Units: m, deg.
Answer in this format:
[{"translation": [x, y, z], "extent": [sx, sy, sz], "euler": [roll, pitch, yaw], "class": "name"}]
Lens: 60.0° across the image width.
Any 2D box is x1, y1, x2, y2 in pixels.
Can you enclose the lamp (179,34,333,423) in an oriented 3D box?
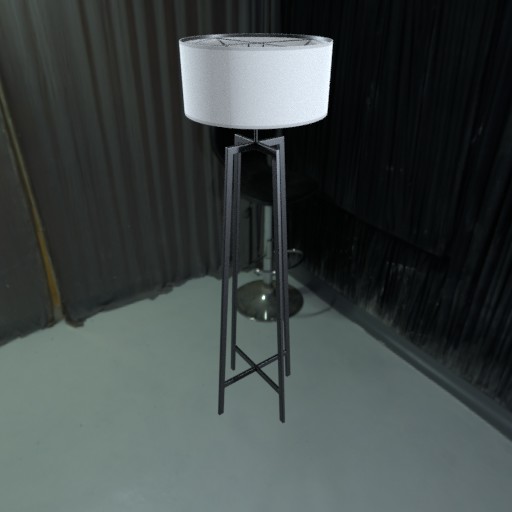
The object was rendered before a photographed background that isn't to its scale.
[{"translation": [0.000, 0.000, 1.715], "extent": [0.457, 1.510, 0.456], "euler": [-20, 36, -31], "class": "lamp"}]
